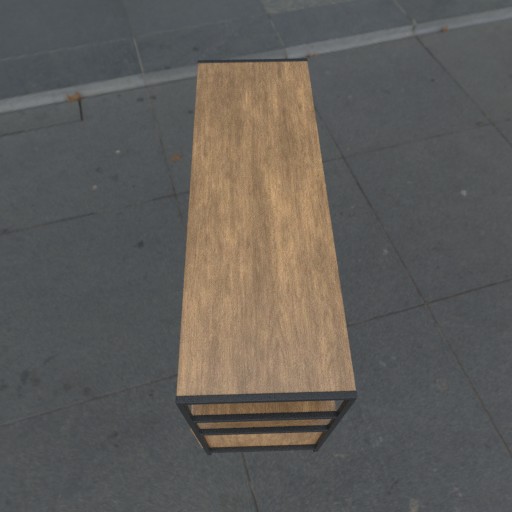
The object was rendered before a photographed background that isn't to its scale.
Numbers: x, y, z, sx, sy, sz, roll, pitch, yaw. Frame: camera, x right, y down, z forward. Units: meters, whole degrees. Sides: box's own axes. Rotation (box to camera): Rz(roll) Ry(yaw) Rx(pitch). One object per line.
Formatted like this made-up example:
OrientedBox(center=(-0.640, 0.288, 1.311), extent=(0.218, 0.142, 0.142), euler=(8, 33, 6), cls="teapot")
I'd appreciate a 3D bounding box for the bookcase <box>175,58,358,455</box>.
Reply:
OrientedBox(center=(0.000, 0.000, 1.518), extent=(0.391, 0.712, 1.149), euler=(-1, 58, -1), cls="bookcase")
